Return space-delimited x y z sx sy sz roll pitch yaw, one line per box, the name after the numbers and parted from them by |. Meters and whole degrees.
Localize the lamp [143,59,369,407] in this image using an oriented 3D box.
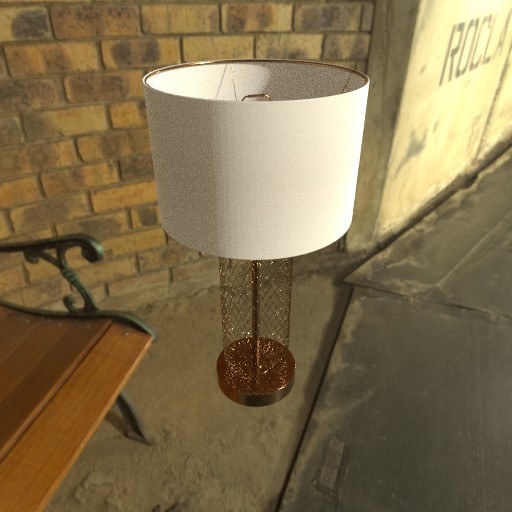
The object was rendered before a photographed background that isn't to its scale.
0.000 0.000 0.631 0.252 0.483 0.252 -9 33 -14 | lamp
